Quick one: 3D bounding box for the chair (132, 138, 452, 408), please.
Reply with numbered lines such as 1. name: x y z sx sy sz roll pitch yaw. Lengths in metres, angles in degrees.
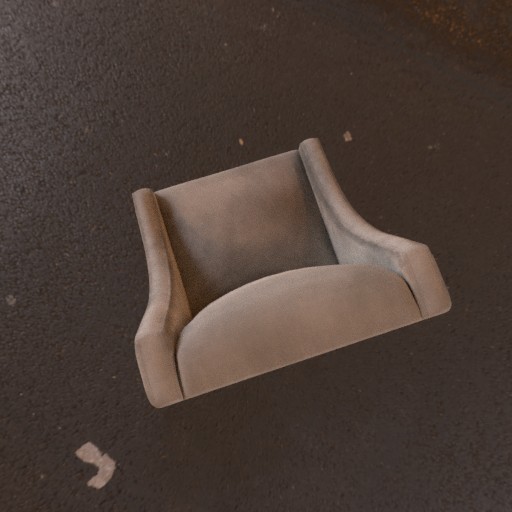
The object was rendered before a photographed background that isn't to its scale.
1. chair: 0.000 0.000 1.325 0.629 0.895 0.629 -18 78 -4
